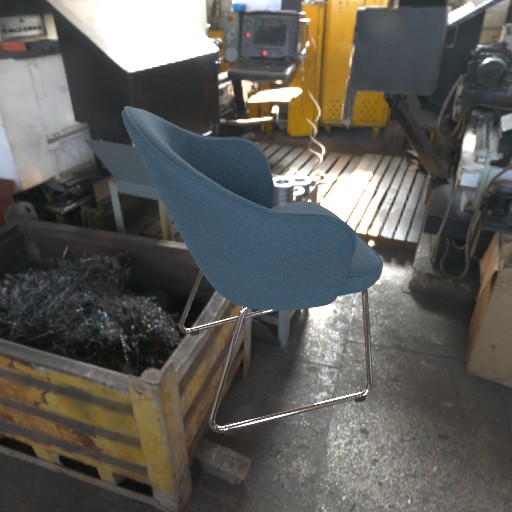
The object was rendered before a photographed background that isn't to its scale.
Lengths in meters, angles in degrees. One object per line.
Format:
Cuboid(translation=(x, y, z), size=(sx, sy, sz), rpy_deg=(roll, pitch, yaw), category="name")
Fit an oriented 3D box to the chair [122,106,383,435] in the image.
Cuboid(translation=(0.000, 0.000, 1.207), size=(0.585, 0.815, 0.570), rpy_deg=(-11, 33, -17), category="chair")
